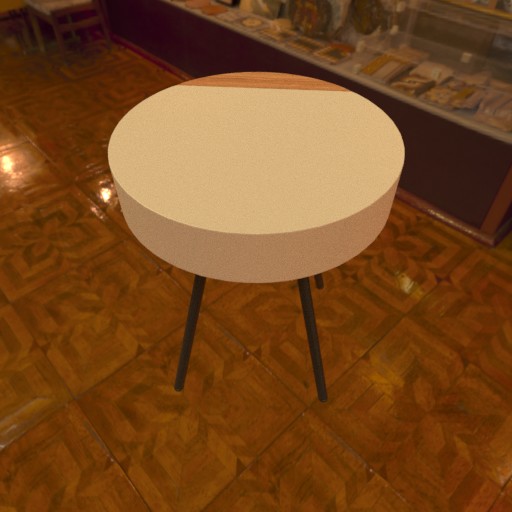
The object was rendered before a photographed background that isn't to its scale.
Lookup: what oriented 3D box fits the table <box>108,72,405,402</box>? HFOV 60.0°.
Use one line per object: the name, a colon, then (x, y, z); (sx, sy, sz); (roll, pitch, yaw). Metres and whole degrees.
table: (0.000, 0.000, 0.852); (0.450, 0.525, 0.450); (0, 46, 0)
